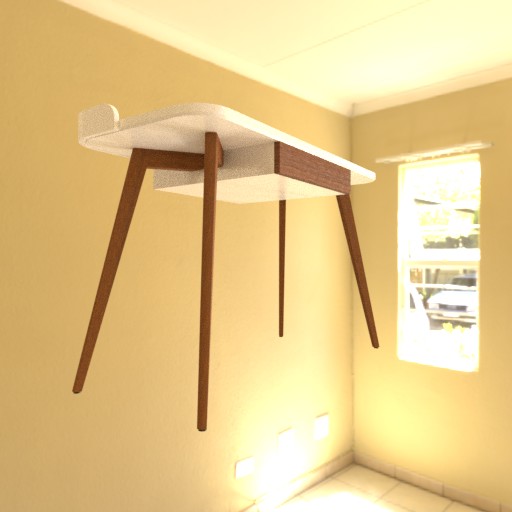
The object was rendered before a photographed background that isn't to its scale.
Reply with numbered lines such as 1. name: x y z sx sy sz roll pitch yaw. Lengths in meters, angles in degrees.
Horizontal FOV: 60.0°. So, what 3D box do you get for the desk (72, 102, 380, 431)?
1. desk: 0.000 0.000 1.629 0.534 0.807 1.206 0 0 35
